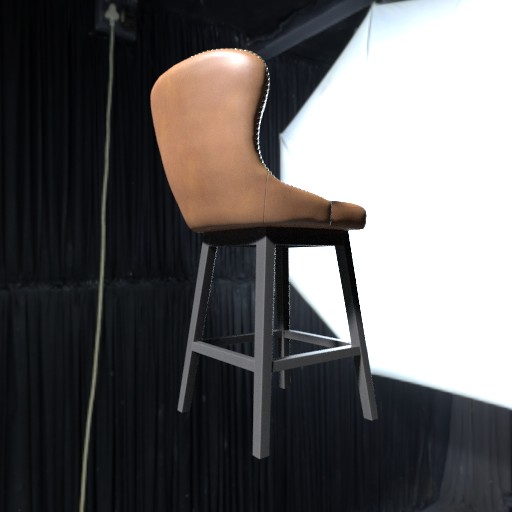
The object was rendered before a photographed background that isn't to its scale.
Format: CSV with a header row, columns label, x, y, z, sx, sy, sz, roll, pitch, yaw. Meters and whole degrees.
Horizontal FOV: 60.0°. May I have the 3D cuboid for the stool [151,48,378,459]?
label,x,y,z,sx,sy,sz,roll,pitch,yaw
stool,0.000,0.000,1.318,0.593,0.971,0.528,0,0,-37
